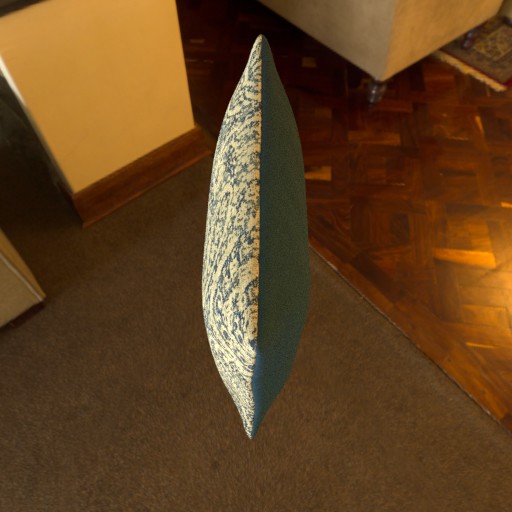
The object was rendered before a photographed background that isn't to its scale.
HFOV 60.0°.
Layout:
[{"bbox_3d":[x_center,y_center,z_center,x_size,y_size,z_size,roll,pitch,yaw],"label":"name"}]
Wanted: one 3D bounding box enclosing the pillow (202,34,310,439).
[{"bbox_3d":[0.000,0.000,0.777,0.166,0.510,0.523,1,58,0],"label":"pillow"}]
